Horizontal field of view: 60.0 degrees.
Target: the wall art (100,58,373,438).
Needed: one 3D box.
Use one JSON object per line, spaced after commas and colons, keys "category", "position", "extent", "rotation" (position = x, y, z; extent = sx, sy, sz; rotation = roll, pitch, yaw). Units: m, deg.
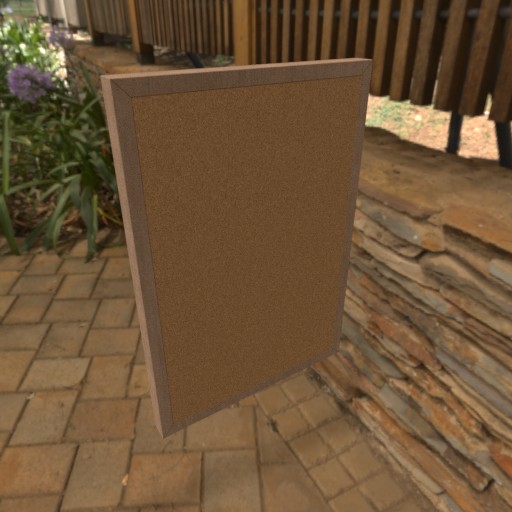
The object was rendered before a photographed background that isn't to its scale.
{"category": "wall art", "position": [0.000, 0.000, 0.643], "extent": [0.356, 0.509, 0.031], "rotation": [-18, 33, -29]}
